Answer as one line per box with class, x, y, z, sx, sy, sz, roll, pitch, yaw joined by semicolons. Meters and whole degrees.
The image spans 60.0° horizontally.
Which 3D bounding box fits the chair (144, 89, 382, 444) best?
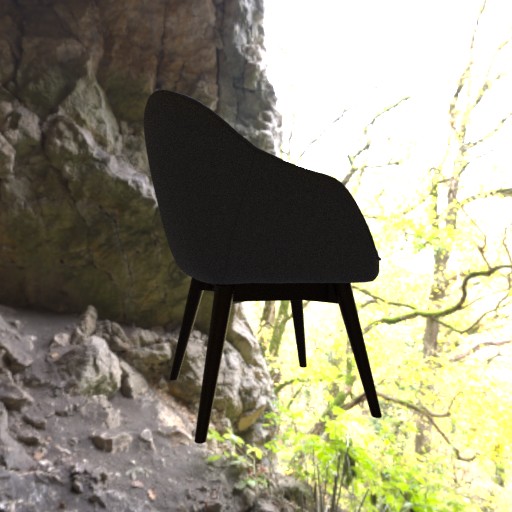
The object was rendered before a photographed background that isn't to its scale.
chair;0.000;0.000;1.262;0.611;0.810;0.589;-1;2;-18
